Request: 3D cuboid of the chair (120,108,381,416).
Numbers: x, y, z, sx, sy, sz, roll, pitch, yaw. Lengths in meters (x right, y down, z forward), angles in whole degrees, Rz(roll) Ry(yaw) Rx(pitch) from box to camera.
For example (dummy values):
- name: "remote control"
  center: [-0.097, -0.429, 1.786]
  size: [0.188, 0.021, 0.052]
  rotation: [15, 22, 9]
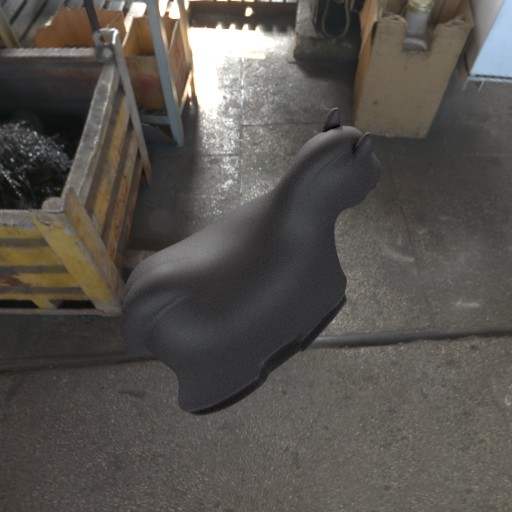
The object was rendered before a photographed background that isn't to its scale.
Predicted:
- name: "chair"
  center: [0.000, 0.000, 1.154]
  size: [0.800, 0.612, 0.429]
  rotation: [-33, 63, -19]
